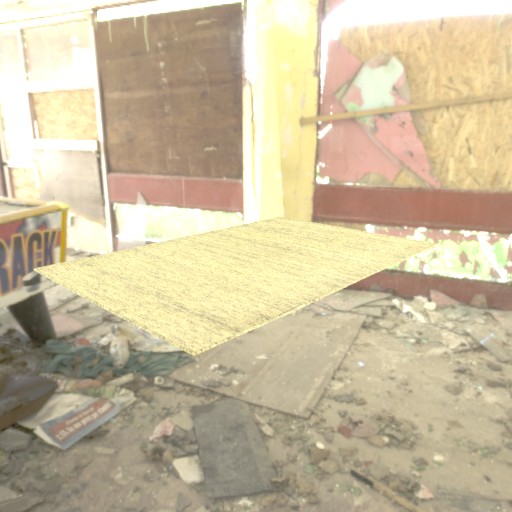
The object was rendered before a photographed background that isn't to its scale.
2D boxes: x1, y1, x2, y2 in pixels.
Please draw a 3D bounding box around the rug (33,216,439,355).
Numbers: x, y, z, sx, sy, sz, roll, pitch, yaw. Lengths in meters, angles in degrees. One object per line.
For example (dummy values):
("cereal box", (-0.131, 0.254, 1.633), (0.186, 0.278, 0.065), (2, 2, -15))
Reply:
("rug", (0.000, 0.000, 2.916), (1.523, 0.017, 2.263), (15, 22, 41))
